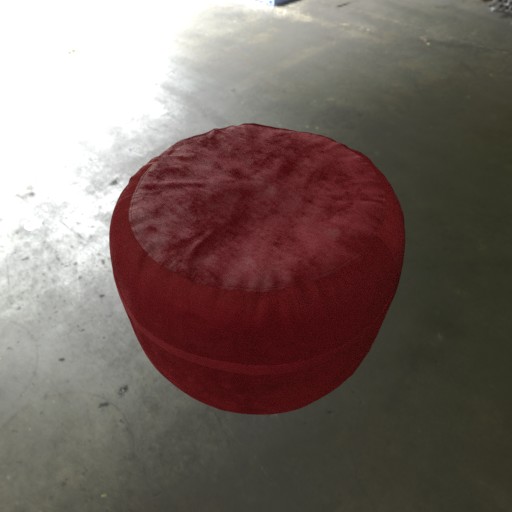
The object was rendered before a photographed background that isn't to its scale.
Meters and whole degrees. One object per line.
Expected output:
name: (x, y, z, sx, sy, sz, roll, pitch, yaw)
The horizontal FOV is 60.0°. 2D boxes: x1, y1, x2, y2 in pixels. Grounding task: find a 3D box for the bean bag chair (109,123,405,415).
bean bag chair: (0.000, 0.000, 1.973, 1.219, 0.762, 1.219, 0, 47, 0)
